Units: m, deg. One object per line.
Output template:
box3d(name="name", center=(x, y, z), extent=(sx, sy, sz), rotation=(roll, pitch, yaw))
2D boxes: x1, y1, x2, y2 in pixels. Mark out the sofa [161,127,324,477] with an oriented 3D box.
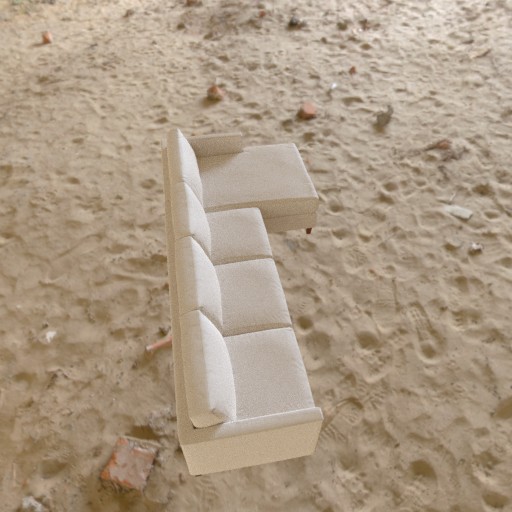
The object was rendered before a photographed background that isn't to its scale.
box3d(name="sofa", center=(0.000, 0.000, 4.160), extent=(1.606, 0.954, 3.471), rotation=(-8, 48, -7))
